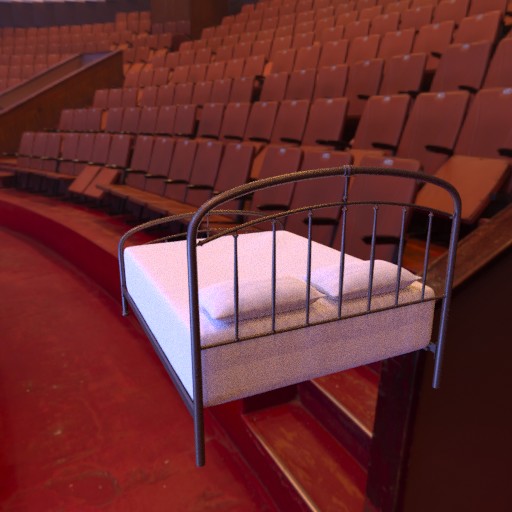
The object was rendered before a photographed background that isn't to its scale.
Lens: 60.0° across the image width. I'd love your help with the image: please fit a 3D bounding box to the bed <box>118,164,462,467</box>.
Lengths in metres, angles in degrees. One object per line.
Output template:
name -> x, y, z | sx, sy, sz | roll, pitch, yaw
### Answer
bed -> 0.000, 0.000, 3.323 | 1.711, 1.475, 2.168 | -7, 17, -25
